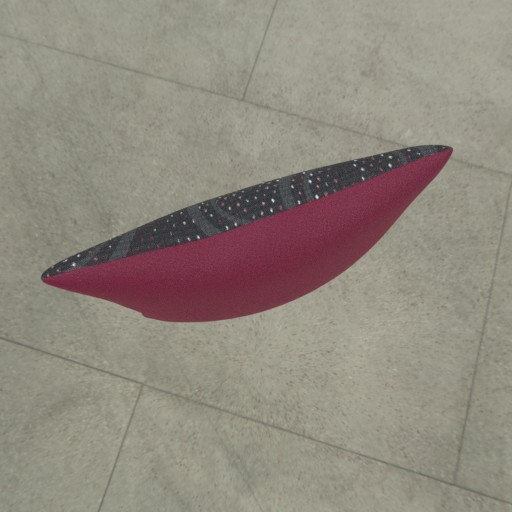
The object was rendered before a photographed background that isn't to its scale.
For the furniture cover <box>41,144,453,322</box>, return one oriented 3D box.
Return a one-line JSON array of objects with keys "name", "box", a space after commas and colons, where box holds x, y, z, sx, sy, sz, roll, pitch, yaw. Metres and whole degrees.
[{"name": "furniture cover", "box": [0.000, 0.000, 0.803, 0.552, 0.509, 0.193, -18, 78, -4]}]
